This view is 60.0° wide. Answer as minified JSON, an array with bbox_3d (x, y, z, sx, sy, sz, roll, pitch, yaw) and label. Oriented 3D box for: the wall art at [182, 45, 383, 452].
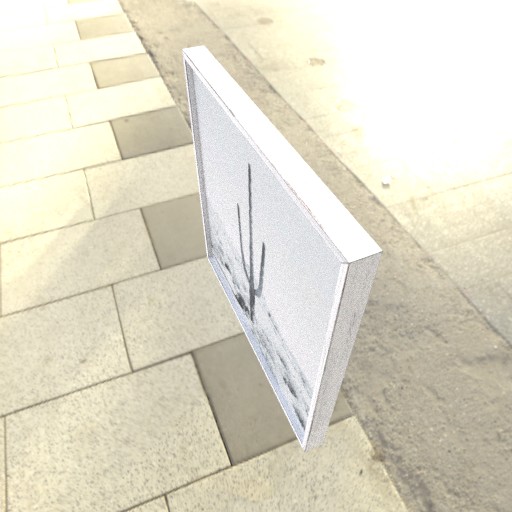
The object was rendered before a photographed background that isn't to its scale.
[{"bbox_3d":[0.000,0.000,0.760,0.038,0.508,0.508,-18,50,-16],"label":"wall art"}]
